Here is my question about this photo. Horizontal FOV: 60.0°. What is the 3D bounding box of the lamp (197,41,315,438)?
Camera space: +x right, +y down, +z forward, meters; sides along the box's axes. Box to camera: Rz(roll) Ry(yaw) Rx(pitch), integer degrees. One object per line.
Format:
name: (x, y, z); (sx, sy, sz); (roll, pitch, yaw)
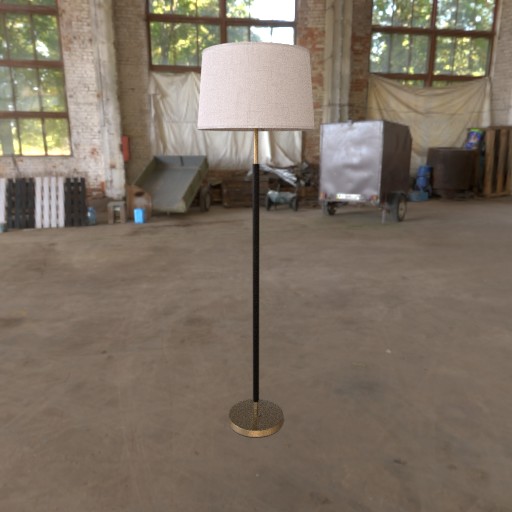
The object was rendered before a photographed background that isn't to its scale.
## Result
lamp: (0.000, 0.000, 1.712); (0.420, 1.447, 0.420); (0, 14, 0)
